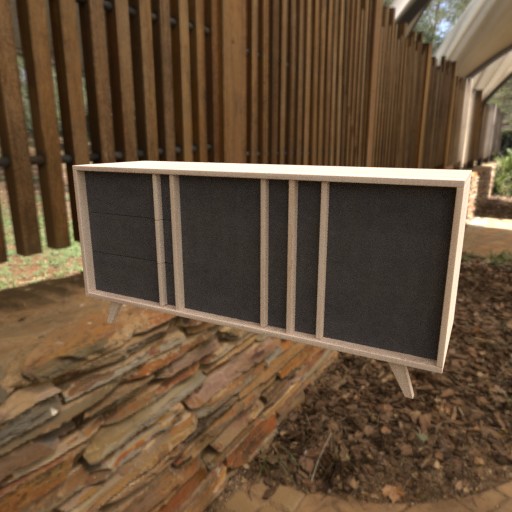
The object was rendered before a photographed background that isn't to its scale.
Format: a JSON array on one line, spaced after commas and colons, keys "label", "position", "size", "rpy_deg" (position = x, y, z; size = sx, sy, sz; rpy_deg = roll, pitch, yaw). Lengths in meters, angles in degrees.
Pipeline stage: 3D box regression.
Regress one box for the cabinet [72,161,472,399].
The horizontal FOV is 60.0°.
[{"label": "cabinet", "position": [0.000, 0.000, 1.992], "size": [1.650, 0.780, 0.500], "rpy_deg": [8, 17, 26]}]
